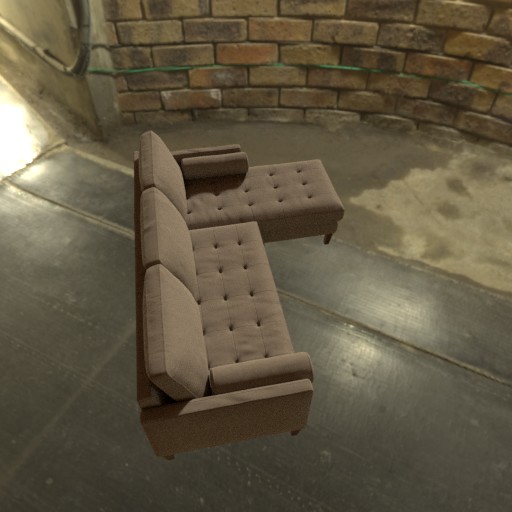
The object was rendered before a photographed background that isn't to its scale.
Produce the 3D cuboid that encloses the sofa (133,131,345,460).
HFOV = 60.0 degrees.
[{"bbox_3d":[0.000,0.000,2.964,1.506,0.875,2.178,-8,48,-7],"label":"sofa"}]
